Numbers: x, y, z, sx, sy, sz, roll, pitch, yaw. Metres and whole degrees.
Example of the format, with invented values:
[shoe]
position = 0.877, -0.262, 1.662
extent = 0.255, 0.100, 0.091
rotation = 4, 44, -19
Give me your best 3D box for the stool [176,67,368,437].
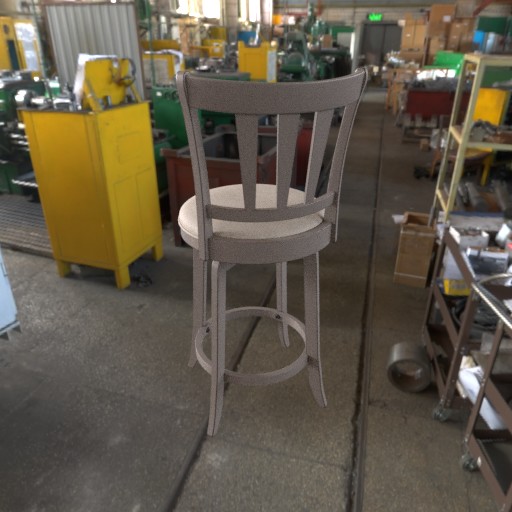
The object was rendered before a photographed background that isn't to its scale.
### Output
[stool]
position = 0.000, 0.000, 1.291
extent = 0.436, 1.023, 0.475
rotation = -8, 28, -16
